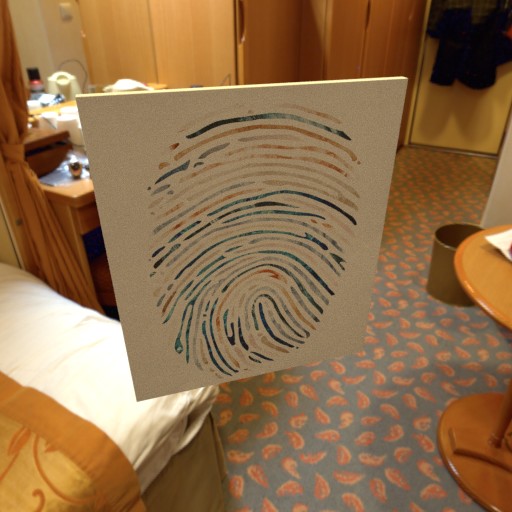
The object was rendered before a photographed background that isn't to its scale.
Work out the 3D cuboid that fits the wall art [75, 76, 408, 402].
[{"bbox_3d":[0.000,0.000,0.974,0.609,0.710,0.021,-9,32,-14],"label":"wall art"}]
